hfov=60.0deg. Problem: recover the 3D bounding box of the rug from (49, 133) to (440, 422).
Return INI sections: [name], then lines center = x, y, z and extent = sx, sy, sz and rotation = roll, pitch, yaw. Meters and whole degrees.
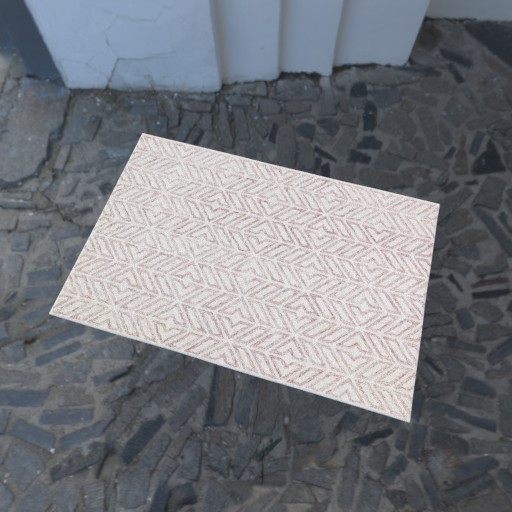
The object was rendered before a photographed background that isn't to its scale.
[rug]
center = 0.000, 0.000, 2.388
extent = 1.828, 0.007, 1.220
rotation = 15, 65, 7
